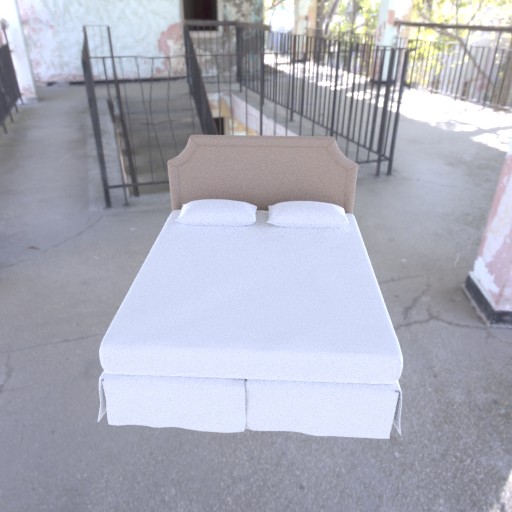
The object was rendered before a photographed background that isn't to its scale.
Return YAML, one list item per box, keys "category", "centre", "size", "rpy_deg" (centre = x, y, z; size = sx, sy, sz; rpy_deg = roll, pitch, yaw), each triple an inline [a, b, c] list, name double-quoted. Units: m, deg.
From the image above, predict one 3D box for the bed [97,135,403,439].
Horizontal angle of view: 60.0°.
- category: "bed"
  centre: [0.000, 0.000, 4.194]
  size: [2.350, 1.590, 2.773]
  rpy_deg: [1, 29, 3]
